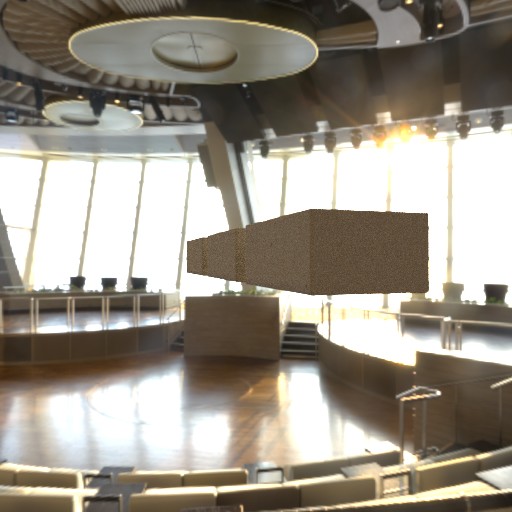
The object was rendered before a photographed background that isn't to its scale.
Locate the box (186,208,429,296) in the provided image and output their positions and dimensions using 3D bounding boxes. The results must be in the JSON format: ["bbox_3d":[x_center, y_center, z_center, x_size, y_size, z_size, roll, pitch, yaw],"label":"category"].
[{"bbox_3d":[0.000,0.000,0.485,0.082,0.051,0.461,0,-1,-18],"label":"box"}]
